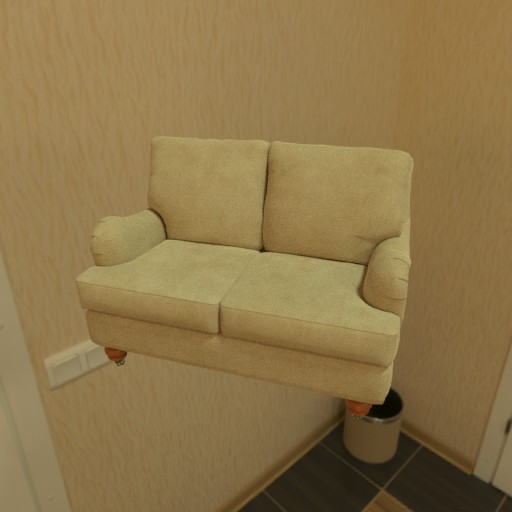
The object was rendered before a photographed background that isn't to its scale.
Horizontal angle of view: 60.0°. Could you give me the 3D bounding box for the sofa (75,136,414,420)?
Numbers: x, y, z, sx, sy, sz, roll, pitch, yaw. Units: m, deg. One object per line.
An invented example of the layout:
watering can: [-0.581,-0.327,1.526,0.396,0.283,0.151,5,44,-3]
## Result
sofa: [0.000,0.000,2.302,1.498,1.087,1.086,8,26,16]
